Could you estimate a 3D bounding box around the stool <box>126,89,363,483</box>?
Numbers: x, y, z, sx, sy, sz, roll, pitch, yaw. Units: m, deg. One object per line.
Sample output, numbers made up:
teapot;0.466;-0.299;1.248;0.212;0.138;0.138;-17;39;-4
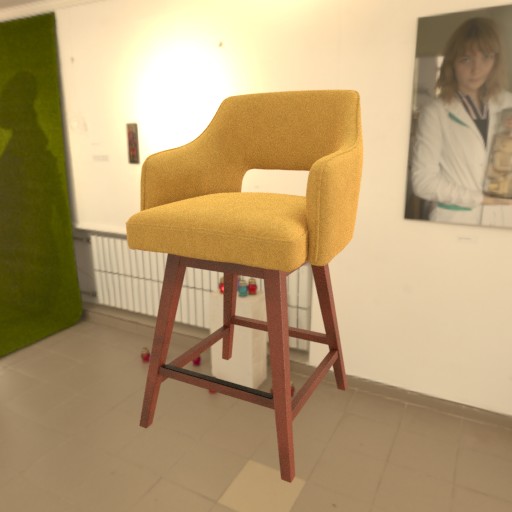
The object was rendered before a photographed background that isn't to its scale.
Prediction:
stool;0.000;0.000;1.255;0.548;0.924;0.558;8;17;26
